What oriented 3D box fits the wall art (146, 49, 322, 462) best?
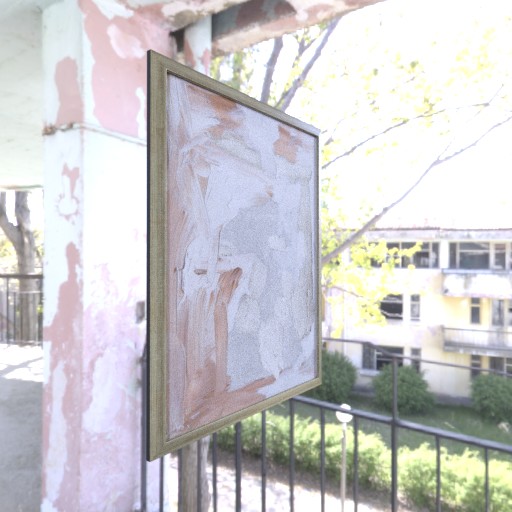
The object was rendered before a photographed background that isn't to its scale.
[{"bbox_3d":[0.000,0.000,0.930,0.018,0.660,0.559,0,-1,37],"label":"wall art"}]
